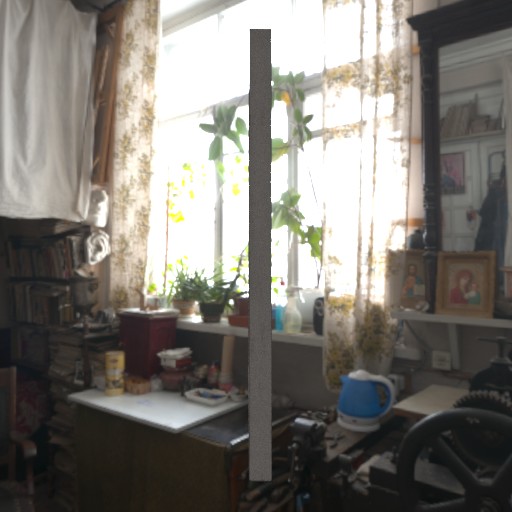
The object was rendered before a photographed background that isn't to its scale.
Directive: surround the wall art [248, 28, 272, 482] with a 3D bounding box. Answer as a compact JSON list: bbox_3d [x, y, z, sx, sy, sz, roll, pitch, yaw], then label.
[{"bbox_3d":[0.000,0.000,1.126,0.038,0.762,0.762,0,-1,-1],"label":"wall art"}]
